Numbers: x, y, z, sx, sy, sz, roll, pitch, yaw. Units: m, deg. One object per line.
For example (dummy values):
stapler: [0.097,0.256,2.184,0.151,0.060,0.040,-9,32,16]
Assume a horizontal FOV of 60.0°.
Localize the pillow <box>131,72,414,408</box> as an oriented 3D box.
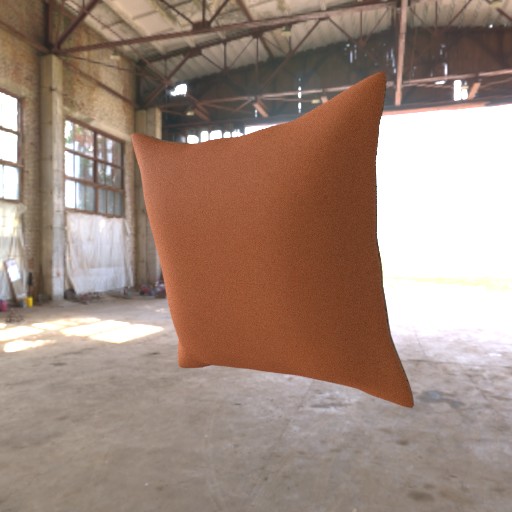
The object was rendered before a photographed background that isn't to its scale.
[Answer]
pillow: [0.000,0.000,0.689,0.453,0.430,0.200,0,0,36]
